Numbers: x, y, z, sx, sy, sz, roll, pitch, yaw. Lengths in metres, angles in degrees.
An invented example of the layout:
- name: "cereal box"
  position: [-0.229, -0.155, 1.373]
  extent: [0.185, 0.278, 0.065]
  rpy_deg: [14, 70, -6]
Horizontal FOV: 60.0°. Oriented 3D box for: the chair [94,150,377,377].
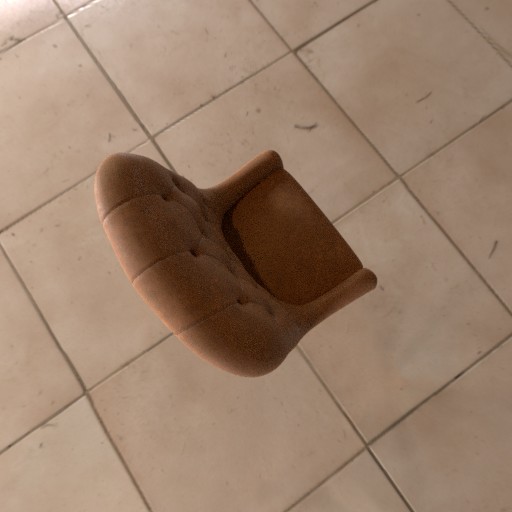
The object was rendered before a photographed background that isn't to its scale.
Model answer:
- name: "chair"
  position: [0.000, 0.000, 1.457]
  extent: [0.629, 1.091, 0.634]
  rpy_deg: [-35, 79, -8]
